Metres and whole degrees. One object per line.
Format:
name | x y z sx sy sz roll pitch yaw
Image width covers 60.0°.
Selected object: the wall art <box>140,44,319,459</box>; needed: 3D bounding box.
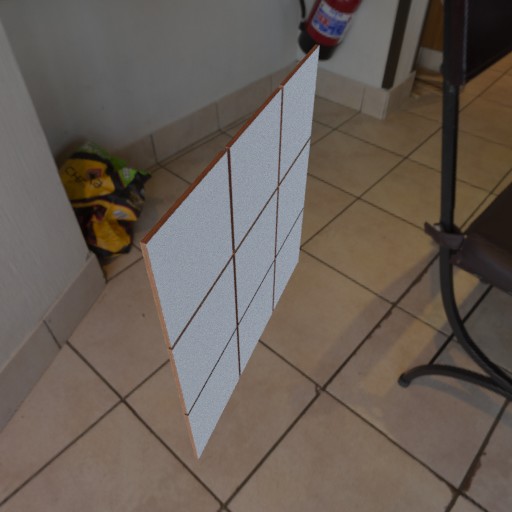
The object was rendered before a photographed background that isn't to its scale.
wall art | 0.000 0.000 1.817 0.017 1.246 1.256 17 48 16
